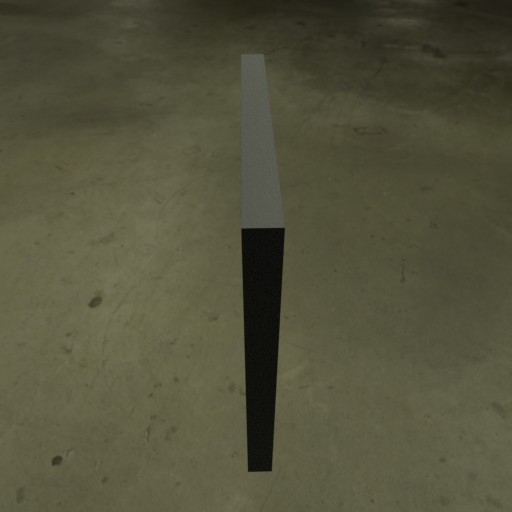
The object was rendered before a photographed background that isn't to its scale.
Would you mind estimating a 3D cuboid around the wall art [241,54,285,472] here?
[{"bbox_3d":[0.000,0.000,0.763,0.040,0.509,0.509,-1,41,-1],"label":"wall art"}]
